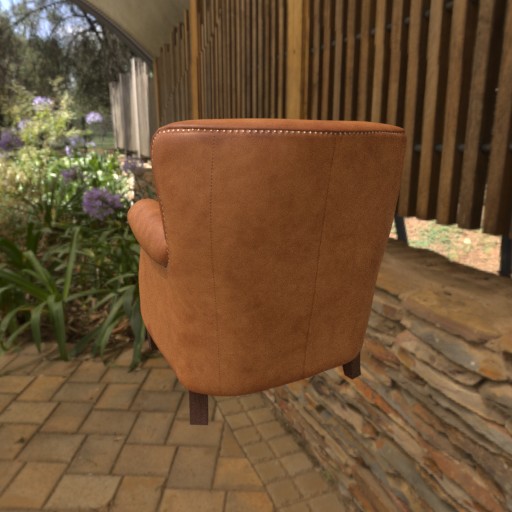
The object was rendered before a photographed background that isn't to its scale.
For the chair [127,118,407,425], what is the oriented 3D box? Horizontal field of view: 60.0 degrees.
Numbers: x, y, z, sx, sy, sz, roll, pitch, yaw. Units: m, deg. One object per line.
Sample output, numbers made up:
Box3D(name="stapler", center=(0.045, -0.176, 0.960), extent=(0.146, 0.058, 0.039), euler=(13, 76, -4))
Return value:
Box3D(name="chair", center=(0.000, 0.000, 1.656), extent=(0.861, 0.936, 0.921), euler=(-7, 16, -26))
